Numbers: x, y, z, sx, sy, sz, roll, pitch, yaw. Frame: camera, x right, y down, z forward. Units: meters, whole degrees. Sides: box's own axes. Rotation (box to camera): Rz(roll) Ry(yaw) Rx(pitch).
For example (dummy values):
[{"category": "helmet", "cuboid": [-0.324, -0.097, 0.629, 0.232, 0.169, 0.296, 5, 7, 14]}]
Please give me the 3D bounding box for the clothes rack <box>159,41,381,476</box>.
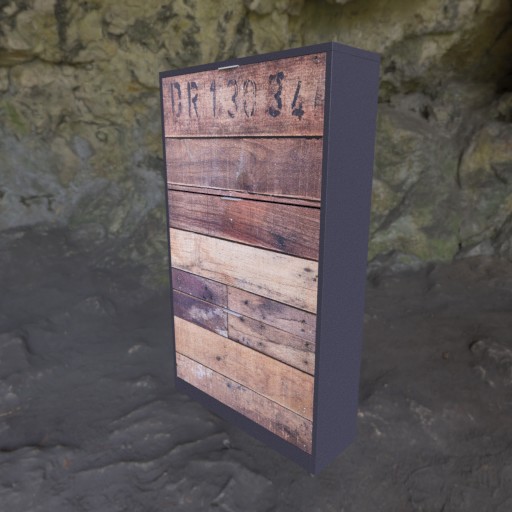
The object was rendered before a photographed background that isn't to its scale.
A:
[{"category": "clothes rack", "cuboid": [0.000, 0.000, 1.593, 0.750, 1.280, 0.250, 14, 20, 42]}]
